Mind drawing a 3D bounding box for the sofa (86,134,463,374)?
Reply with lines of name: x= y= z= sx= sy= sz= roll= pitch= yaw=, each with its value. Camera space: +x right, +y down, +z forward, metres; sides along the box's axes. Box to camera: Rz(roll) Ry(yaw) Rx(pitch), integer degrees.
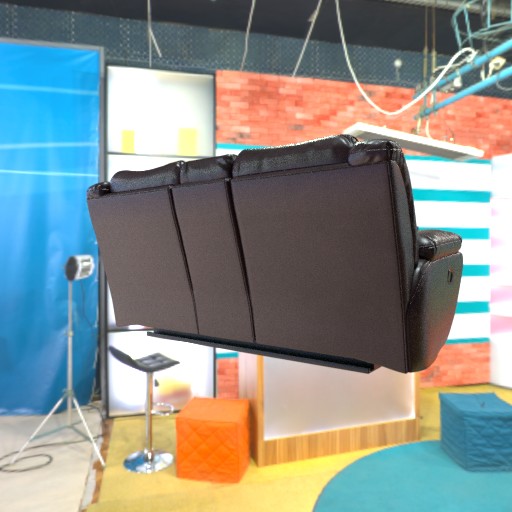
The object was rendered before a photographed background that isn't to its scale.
sofa: x=0.000 y=0.000 z=2.572 sx=2.058 sy=1.043 sz=0.991 roll=0 pitch=1 yaw=37
